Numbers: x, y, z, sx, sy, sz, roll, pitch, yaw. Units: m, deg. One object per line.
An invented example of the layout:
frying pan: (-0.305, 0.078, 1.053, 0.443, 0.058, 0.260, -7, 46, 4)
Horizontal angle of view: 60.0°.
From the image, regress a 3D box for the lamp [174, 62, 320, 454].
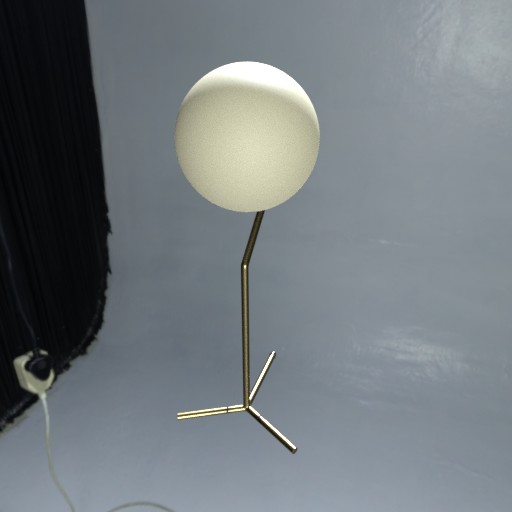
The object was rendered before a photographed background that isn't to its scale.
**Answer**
lamp: (0.000, 0.000, 0.684, 0.210, 0.552, 0.251, 9, 28, 18)
